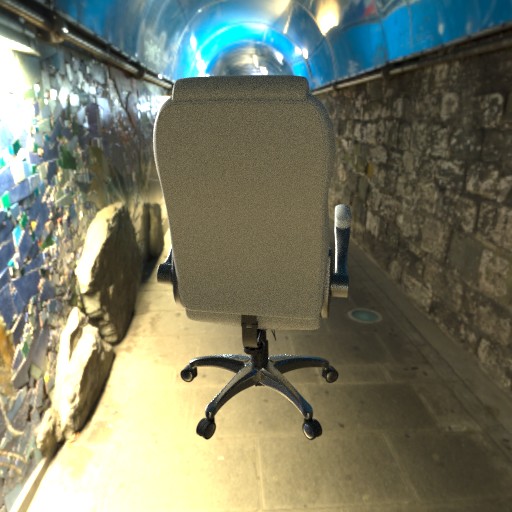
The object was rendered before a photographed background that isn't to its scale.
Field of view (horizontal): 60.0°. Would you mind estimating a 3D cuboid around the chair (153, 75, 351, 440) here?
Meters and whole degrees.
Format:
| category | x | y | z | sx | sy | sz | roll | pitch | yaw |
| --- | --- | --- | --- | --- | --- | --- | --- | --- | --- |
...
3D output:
| category | x | y | z | sx | sy | sz | roll | pitch | yaw |
| --- | --- | --- | --- | --- | --- | --- | --- | --- | --- |
| chair | 0.000 | 0.000 | 1.833 | 0.755 | 1.330 | 0.806 | 3 | 17 | 9 |
